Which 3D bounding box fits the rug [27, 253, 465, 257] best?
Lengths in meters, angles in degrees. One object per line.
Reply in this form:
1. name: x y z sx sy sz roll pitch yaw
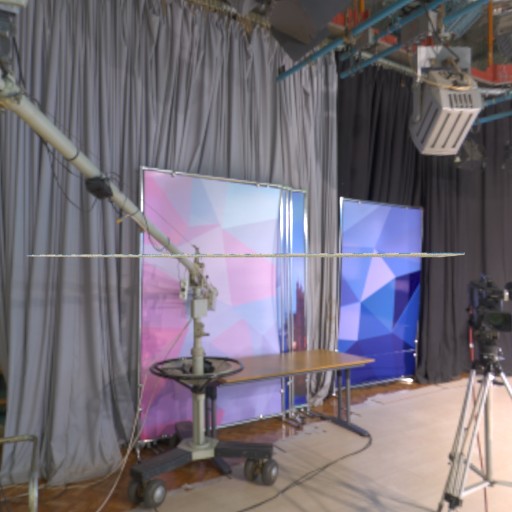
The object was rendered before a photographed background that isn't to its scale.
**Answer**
1. rug: 0.000 0.000 3.022 2.447 0.011 1.520 0 -1 20
